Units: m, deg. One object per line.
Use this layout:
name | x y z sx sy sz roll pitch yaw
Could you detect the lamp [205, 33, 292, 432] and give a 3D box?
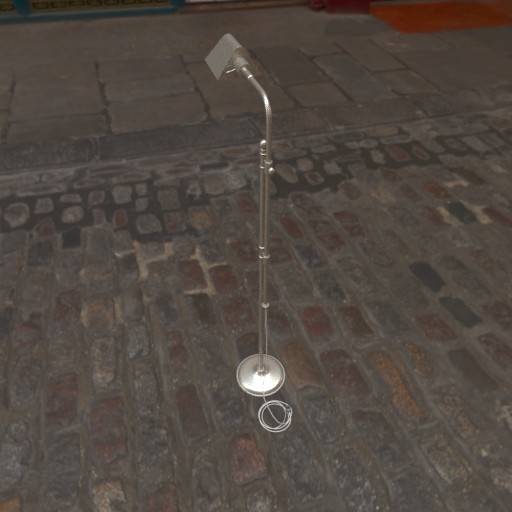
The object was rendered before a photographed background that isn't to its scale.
lamp | 0.000 0.000 1.889 0.256 1.571 0.813 -12 44 -12
